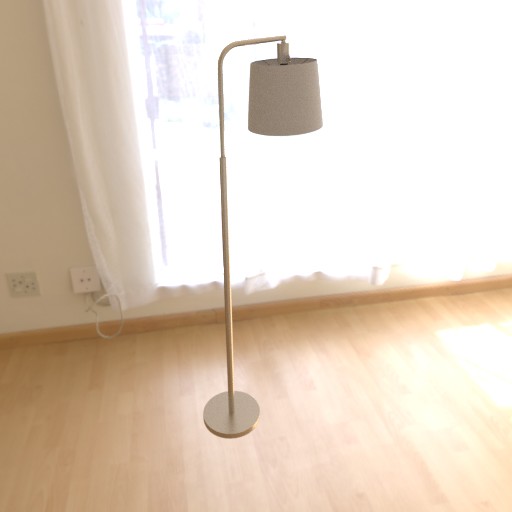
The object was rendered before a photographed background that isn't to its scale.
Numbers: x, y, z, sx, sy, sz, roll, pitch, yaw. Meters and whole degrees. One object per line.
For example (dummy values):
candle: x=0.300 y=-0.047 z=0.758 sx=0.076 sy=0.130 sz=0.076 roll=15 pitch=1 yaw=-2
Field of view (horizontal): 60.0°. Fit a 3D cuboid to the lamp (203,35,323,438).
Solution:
lamp: x=0.000 y=0.000 z=1.658 sx=0.508 sy=1.478 sz=0.254 roll=-19 pitch=33 yaw=-32
